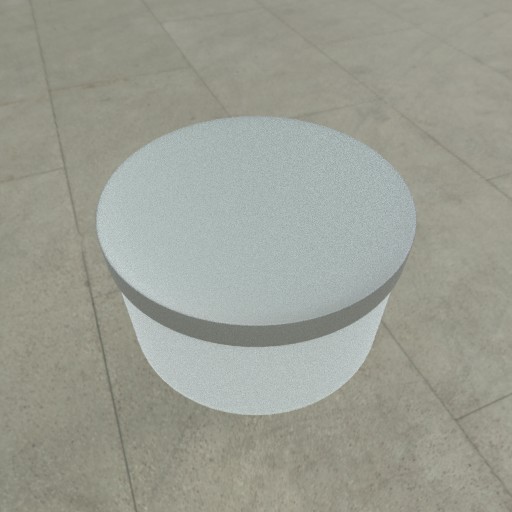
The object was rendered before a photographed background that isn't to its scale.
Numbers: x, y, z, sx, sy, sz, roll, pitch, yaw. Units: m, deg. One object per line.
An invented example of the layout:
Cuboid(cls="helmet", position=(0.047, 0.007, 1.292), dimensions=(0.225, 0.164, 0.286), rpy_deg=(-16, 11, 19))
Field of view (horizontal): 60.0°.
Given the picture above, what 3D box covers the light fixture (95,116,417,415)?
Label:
Cuboid(cls="light fixture", position=(0.000, 0.000, 0.639), dimensions=(0.393, 0.229, 0.393), rpy_deg=(0, 47, 0))
